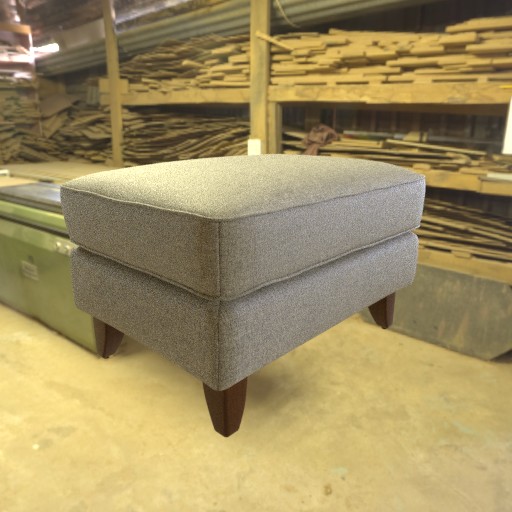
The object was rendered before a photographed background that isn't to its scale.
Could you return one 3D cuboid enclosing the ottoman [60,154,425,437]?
[{"bbox_3d":[0.000,0.000,1.312,0.661,0.561,0.889,15,23,41],"label":"ottoman"}]
